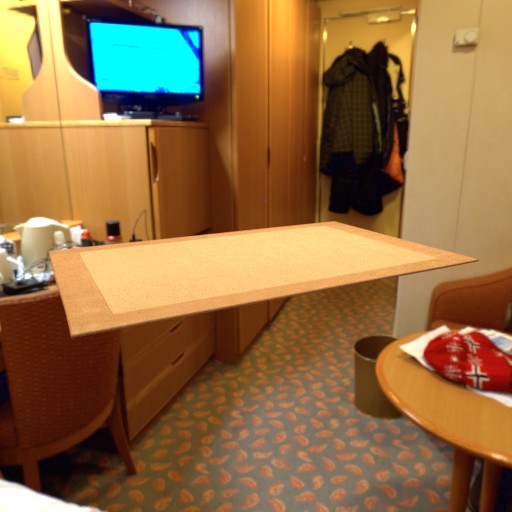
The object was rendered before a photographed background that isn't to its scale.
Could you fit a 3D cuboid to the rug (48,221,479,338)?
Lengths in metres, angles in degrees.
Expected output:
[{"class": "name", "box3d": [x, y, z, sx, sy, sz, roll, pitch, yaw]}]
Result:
[{"class": "rug", "box3d": [0.000, 0.000, 2.944, 2.438, 0.014, 1.524, -8, 17, -27]}]
